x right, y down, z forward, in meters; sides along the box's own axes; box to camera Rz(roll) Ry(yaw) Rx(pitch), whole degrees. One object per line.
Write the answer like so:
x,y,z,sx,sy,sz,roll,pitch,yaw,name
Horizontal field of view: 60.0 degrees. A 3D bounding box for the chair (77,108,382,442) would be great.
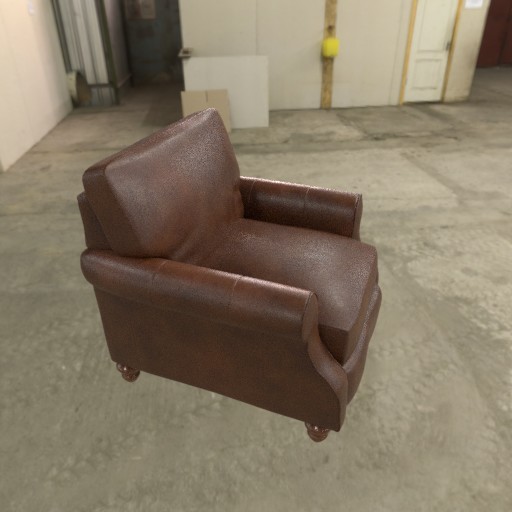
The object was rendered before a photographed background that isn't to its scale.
0.000,0.000,1.773,0.992,0.972,0.989,11,32,18,chair
